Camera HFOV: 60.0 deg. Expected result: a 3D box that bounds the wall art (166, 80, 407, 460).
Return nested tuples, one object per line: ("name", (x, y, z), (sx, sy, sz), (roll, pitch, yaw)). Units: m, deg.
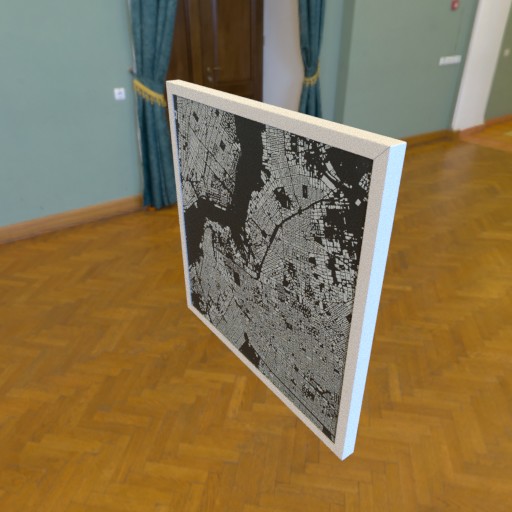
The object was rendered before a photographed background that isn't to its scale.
("wall art", (0.000, 0.000, 1.146), (0.050, 0.762, 0.761), (-20, 36, -31))
